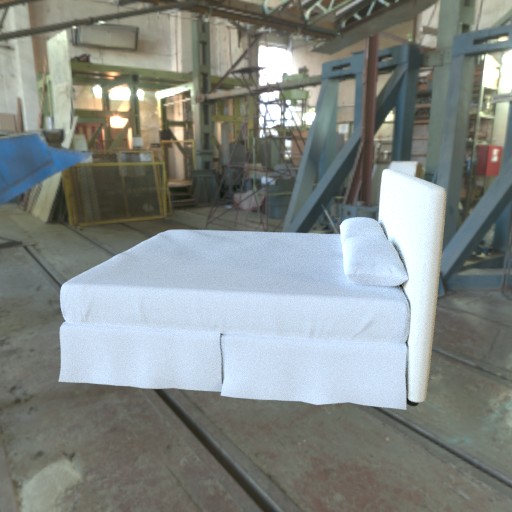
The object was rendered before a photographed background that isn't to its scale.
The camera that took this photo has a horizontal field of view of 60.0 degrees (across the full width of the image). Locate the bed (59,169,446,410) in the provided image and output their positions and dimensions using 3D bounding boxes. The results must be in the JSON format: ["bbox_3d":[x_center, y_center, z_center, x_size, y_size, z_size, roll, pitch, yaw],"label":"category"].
[{"bbox_3d":[0.000,0.000,3.558,2.341,1.317,2.119,2,14,9],"label":"bed"}]
